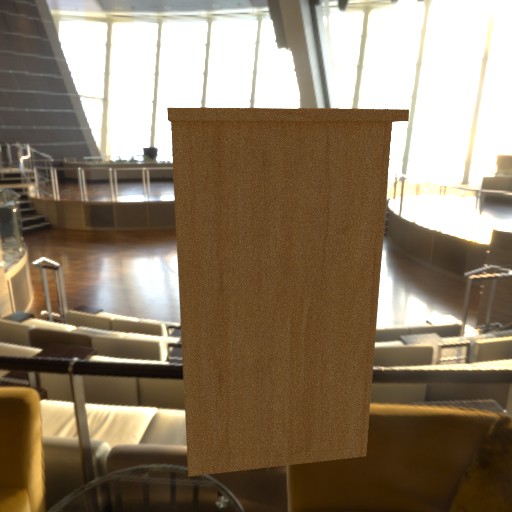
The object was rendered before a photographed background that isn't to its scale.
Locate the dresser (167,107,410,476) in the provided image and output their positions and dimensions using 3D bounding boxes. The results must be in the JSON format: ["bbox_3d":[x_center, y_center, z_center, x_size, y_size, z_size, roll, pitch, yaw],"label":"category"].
[{"bbox_3d":[0.000,0.000,1.209,0.410,0.730,0.800,-2,16,-9],"label":"dresser"}]
